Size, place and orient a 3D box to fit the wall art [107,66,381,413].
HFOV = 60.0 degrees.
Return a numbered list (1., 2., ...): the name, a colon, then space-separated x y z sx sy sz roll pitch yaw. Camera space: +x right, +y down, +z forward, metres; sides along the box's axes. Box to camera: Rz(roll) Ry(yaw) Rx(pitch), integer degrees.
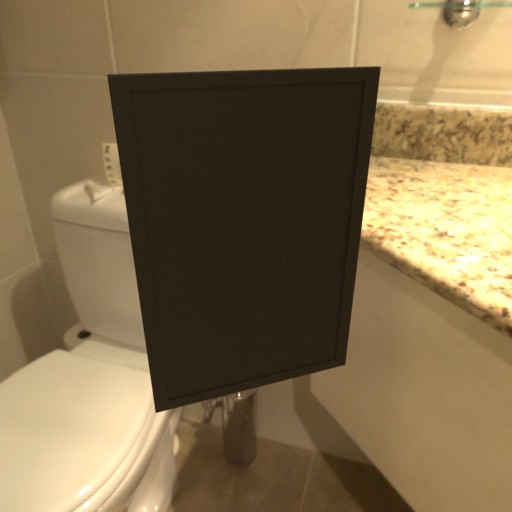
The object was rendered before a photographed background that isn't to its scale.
1. wall art: 0.000 0.000 0.852 0.451 0.661 0.012 -9 29 -17
